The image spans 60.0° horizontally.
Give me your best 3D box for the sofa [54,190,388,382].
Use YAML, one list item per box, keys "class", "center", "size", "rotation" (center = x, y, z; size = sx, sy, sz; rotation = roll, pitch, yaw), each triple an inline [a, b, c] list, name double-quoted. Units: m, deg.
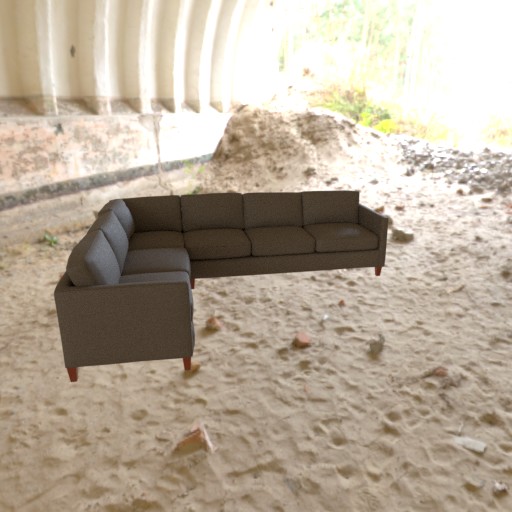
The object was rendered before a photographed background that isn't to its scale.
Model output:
- class: "sofa"
  center: [0.000, 0.000, 4.534]
  size: [3.302, 0.947, 2.593]
  rotation: [-3, 19, -10]
